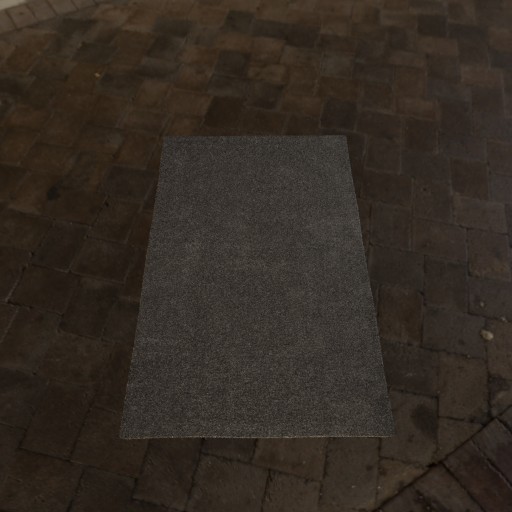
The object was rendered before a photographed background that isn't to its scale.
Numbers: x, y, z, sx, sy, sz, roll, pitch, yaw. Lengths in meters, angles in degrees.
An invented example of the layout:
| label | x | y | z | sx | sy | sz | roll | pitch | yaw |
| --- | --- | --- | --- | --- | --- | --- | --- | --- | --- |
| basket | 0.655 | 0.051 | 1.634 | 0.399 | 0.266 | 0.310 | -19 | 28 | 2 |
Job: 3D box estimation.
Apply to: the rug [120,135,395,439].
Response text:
| label | x | y | z | sx | sy | sz | roll | pitch | yaw |
| --- | --- | --- | --- | --- | --- | --- | --- | --- | --- |
| rug | 0.000 | 0.000 | 3.043 | 1.502 | 0.025 | 2.350 | 0 | 57 | 0 |
